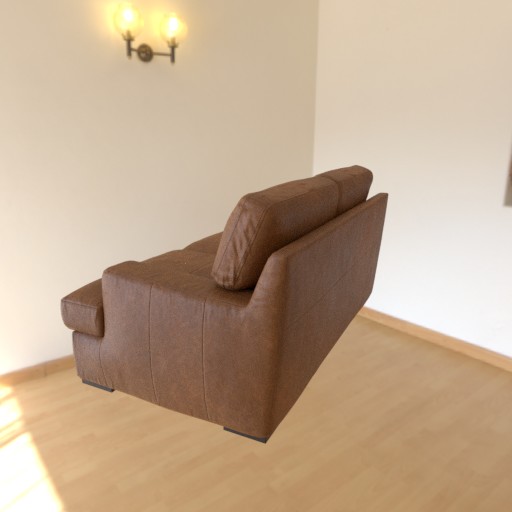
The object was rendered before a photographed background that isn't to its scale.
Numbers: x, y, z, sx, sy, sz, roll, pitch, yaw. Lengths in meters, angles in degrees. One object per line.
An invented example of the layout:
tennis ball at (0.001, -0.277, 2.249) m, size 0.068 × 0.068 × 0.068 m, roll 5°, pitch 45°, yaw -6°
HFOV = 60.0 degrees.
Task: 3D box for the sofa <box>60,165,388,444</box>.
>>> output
sofa at (0.000, 0.000, 2.555) m, size 1.144 × 0.966 × 1.880 m, roll 8°, pitch 17°, yaw 25°
